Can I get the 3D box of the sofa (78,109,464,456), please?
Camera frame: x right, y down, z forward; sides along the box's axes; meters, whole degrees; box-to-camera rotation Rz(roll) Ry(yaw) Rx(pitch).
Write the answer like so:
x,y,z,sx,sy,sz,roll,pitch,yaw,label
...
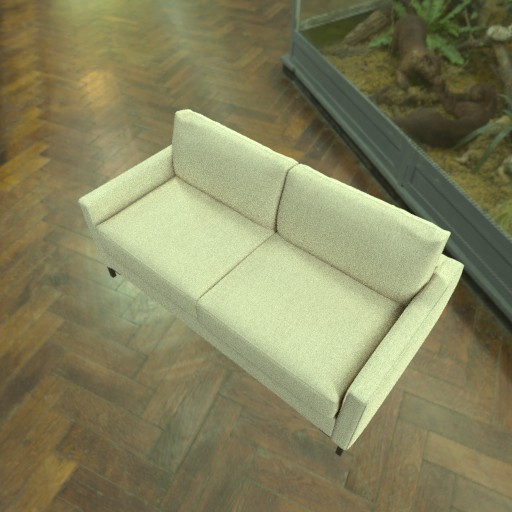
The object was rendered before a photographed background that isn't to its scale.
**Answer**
x,y,z,sx,sy,sz,roll,pitch,yaw,label
0.000,0.000,2.136,1.651,0.812,0.839,32,55,26,sofa
